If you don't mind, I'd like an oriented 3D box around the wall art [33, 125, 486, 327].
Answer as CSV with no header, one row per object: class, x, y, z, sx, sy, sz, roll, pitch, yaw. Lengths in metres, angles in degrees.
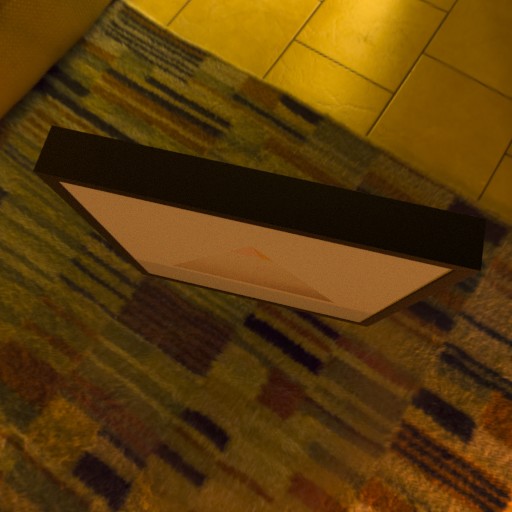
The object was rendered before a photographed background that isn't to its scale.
wall art,0.000,0.000,0.443,0.304,0.303,0.037,13,75,4
